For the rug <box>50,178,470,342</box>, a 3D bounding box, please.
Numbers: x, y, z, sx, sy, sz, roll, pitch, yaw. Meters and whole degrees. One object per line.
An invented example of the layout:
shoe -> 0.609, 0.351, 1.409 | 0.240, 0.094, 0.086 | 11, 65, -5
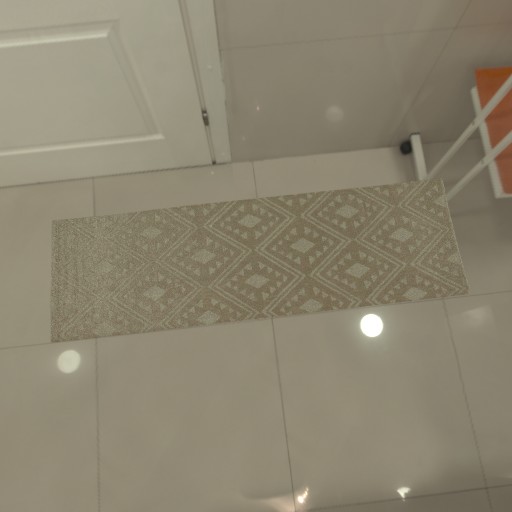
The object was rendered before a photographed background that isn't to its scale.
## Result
rug -> 0.000, 0.000, 2.671 | 2.452, 0.051, 0.752 | -6, 74, -2
